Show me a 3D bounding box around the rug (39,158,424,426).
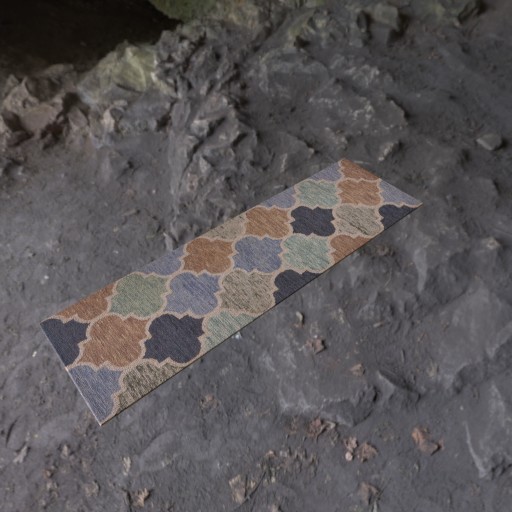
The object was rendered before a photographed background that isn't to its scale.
[{"bbox_3d":[0.000,0.000,2.561,2.287,0.011,0.687,-31,53,-27],"label":"rug"}]
